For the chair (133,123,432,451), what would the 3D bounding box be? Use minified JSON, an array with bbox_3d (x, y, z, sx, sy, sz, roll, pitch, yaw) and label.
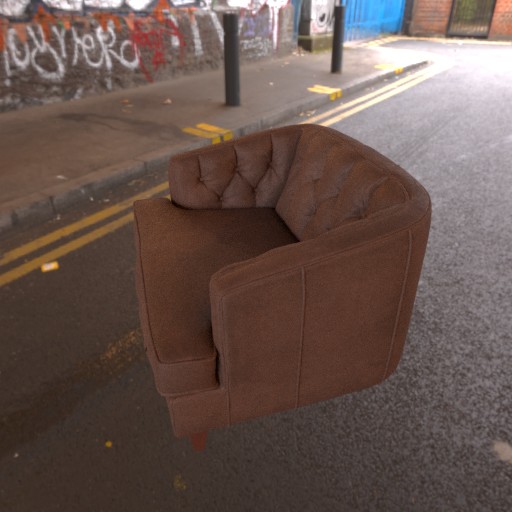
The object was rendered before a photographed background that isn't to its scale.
[{"bbox_3d":[0.000,0.000,1.711,0.914,0.787,1.118,-8,32,-14],"label":"chair"}]
